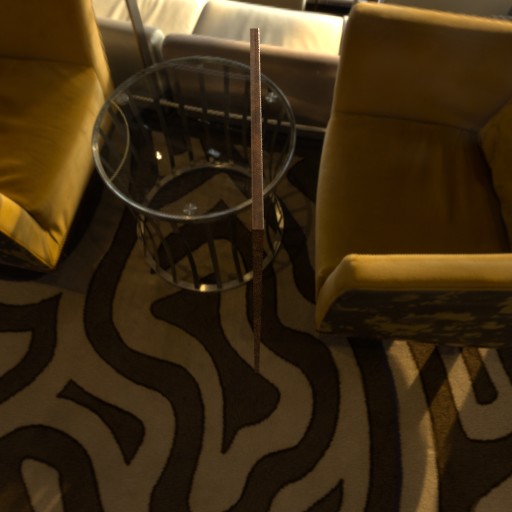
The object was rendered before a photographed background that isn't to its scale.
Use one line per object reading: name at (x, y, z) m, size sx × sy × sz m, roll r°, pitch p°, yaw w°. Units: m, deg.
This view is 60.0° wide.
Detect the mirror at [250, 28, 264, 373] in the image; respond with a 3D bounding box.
mirror at (0.000, 0.000, 2.309) m, size 0.032 × 2.031 × 0.812 m, roll -1°, pitch 64°, yaw 0°
